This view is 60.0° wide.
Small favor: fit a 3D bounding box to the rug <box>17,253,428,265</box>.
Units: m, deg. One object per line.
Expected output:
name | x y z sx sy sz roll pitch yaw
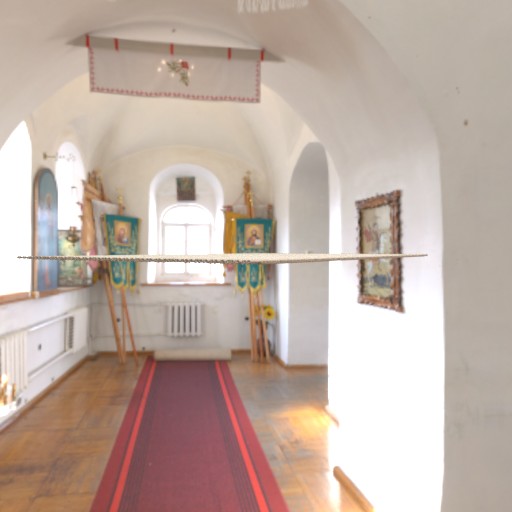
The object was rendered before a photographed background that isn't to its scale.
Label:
rug | 0.000 0.000 2.235 1.223 0.015 1.771 1 1 35
